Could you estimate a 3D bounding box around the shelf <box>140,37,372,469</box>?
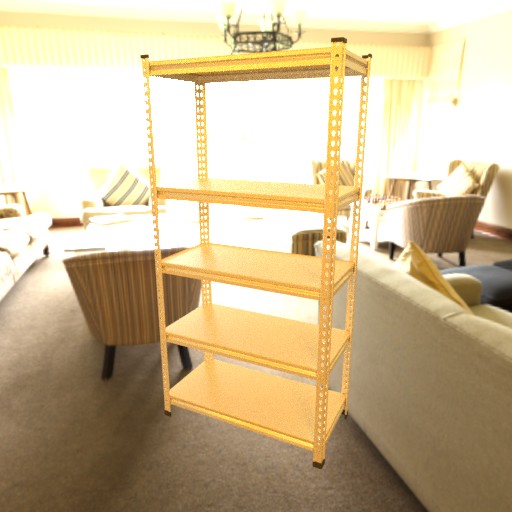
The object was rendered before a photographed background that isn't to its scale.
[{"bbox_3d":[0.000,0.000,2.193,0.914,1.829,0.457,8,18,26],"label":"shelf"}]
